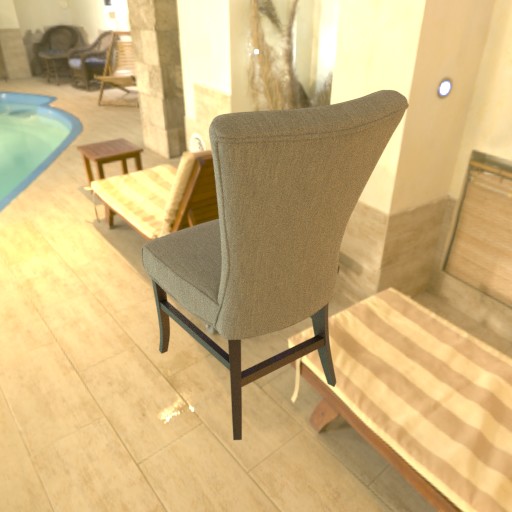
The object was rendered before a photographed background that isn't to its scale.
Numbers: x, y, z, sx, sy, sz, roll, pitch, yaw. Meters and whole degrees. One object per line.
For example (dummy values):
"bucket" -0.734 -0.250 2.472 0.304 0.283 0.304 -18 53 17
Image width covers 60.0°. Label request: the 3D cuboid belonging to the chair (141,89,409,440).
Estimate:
"chair" 0.000 0.000 1.351 0.520 0.991 0.660 -19 36 -28
